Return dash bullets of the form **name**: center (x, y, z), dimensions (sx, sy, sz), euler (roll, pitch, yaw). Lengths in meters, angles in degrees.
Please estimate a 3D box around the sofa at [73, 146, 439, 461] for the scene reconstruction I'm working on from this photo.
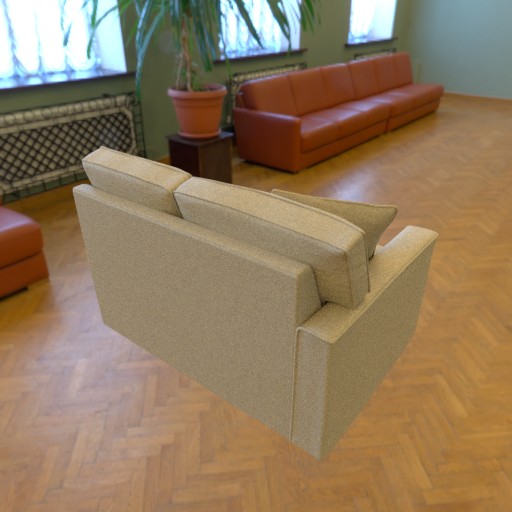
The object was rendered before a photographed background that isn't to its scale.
- **sofa**: center (0.000, 0.000, 2.133), dimensions (1.388, 0.989, 0.991), euler (21, 36, 32)
